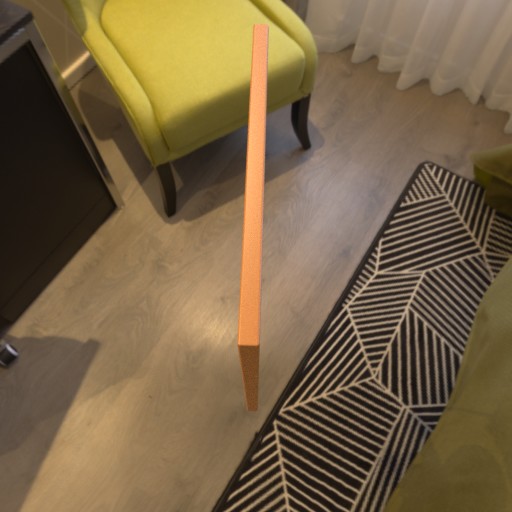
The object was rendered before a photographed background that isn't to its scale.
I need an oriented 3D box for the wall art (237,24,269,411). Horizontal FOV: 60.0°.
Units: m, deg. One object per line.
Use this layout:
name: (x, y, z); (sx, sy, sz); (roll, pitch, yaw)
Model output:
wall art: (0.000, 0.000, 0.527); (0.015, 0.379, 0.310); (2, 65, 1)
